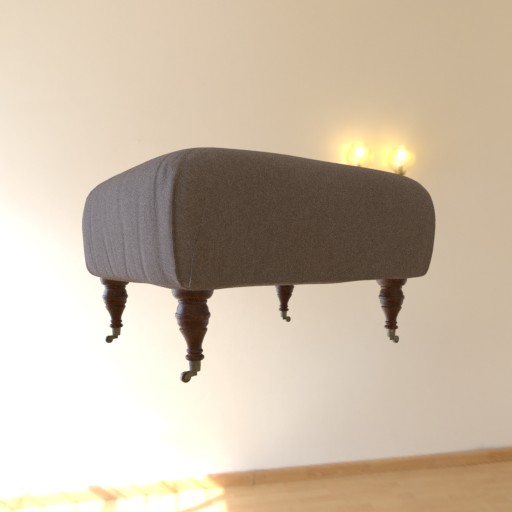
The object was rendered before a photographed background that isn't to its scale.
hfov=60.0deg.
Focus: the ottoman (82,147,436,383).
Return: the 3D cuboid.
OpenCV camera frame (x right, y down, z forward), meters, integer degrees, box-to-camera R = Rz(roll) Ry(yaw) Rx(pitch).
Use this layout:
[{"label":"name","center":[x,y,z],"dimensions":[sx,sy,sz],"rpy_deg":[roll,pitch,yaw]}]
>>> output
[{"label":"ottoman","center":[0.000,0.000,1.142],"dimensions":[0.747,0.450,0.622],"rpy_deg":[0,0,-36]}]
